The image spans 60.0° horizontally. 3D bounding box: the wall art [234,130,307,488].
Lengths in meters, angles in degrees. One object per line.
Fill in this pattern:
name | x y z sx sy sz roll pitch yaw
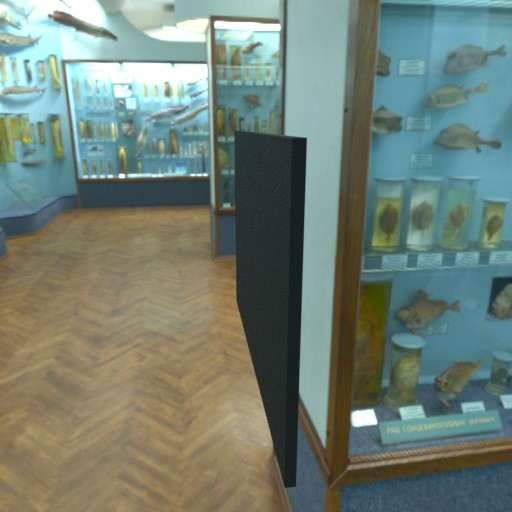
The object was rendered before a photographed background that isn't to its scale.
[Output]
wall art | 0.000 0.000 1.223 0.026 0.656 0.958 -2 17 -7
